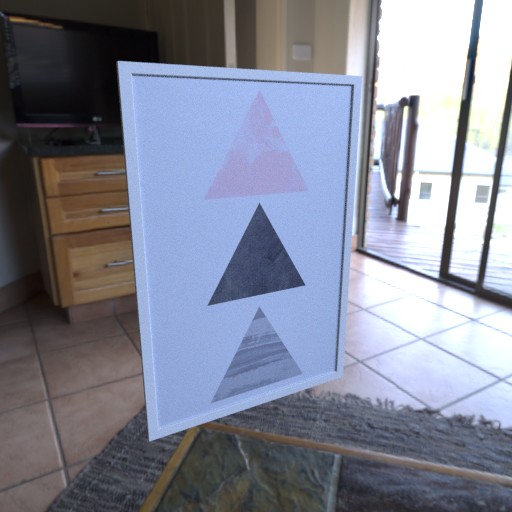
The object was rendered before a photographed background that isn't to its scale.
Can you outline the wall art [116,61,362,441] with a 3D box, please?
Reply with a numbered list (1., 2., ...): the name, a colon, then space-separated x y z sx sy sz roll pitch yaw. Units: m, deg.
1. wall art: 0.000 0.000 1.208 0.659 0.940 0.013 -9 19 -27
